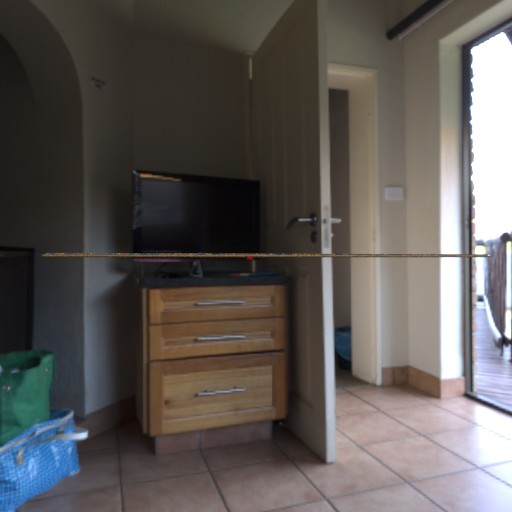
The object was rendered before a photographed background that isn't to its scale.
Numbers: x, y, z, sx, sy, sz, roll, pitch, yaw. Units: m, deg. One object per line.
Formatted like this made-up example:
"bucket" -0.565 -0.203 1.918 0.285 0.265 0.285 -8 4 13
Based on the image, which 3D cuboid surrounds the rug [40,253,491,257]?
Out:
"rug" 0.000 0.000 2.191 1.758 0.013 1.148 0 0 -17
